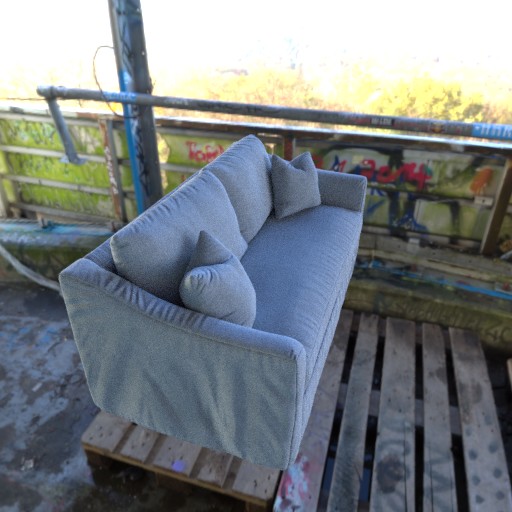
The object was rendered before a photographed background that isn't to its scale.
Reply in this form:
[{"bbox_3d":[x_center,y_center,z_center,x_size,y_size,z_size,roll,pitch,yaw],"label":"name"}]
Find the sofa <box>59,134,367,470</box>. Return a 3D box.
[{"bbox_3d":[0.000,0.000,2.656,1.072,1.018,2.010,10,32,17],"label":"sofa"}]
